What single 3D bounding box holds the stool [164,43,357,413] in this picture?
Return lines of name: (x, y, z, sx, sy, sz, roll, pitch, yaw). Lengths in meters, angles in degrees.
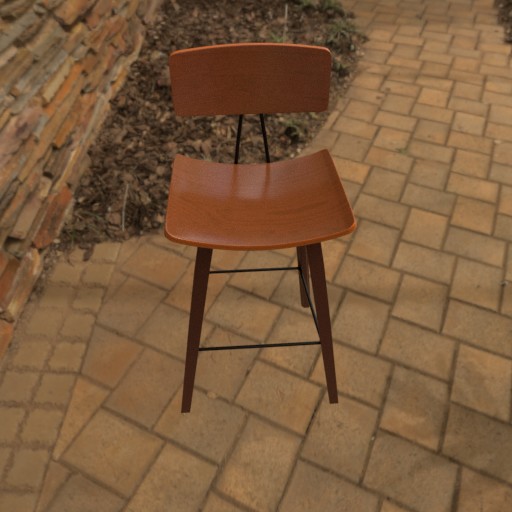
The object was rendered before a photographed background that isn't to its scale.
stool: (0.000, 0.000, 1.225, 0.509, 0.969, 0.440, -3, 47, -3)
